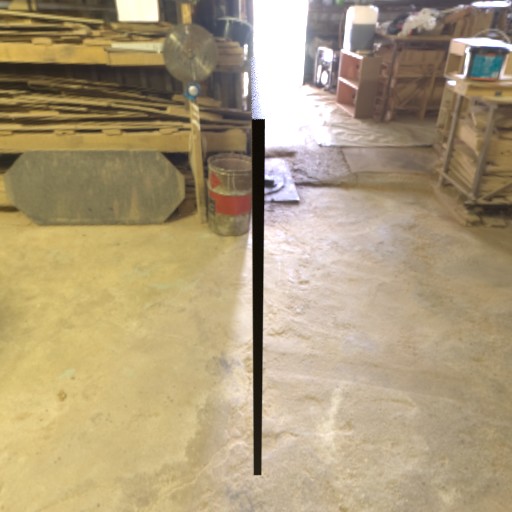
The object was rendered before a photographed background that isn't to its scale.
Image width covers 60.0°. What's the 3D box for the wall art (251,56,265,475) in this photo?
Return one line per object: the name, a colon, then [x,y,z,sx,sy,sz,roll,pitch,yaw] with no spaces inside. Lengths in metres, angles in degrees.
wall art: [0.000,0.000,0.772,0.013,0.582,0.442,0,31,-1]
